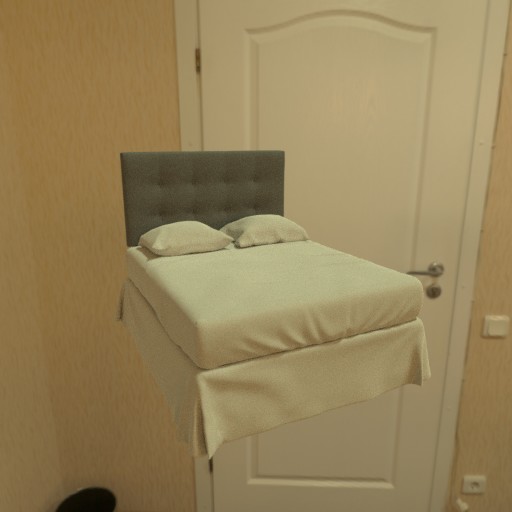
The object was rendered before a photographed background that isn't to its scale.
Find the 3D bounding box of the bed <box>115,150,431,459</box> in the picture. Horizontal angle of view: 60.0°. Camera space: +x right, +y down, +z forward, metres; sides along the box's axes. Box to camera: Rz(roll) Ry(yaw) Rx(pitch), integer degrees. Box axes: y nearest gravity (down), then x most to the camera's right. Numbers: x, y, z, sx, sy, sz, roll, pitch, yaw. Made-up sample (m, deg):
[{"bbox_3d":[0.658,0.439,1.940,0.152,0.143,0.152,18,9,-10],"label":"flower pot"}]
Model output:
[{"bbox_3d":[0.000,0.000,3.506,1.936,1.577,2.222,-7,16,-26],"label":"bed"}]
